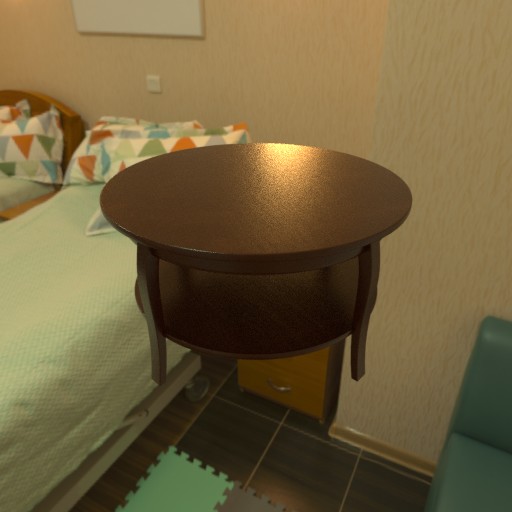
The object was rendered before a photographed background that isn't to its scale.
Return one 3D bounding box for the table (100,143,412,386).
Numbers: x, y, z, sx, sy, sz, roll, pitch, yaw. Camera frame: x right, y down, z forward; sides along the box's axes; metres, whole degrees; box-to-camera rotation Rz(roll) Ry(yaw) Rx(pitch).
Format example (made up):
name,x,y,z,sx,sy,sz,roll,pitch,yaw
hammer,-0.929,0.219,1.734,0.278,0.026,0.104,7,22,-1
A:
name,x,y,z,sx,sy,sz,roll,pitch,yaw
table,0.000,0.000,1.472,0.911,0.512,0.911,0,29,0
